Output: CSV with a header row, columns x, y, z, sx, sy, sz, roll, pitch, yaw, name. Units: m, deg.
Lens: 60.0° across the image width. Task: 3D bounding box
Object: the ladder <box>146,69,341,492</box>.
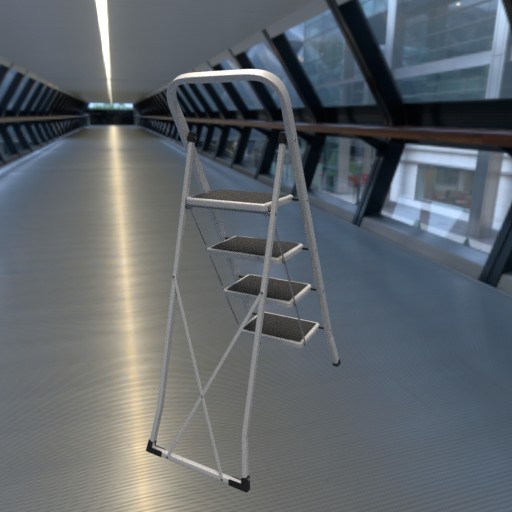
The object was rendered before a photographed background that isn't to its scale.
x,y,z,sx,sy,sz,roll,pitch,yaw,name
0.000,0.000,1.690,0.460,1.265,0.914,8,18,26,ladder
